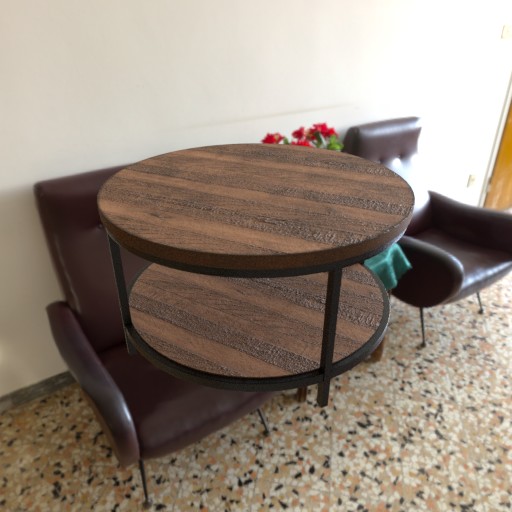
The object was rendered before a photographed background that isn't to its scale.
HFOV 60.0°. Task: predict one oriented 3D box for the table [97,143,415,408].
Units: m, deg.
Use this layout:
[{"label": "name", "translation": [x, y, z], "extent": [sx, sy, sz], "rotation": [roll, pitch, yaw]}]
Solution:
[{"label": "table", "translation": [0.000, 0.000, 1.333], "extent": [0.837, 0.462, 0.837], "rotation": [0, 29, 0]}]
